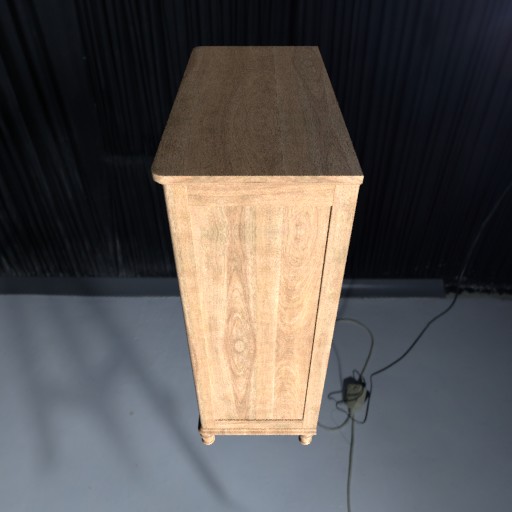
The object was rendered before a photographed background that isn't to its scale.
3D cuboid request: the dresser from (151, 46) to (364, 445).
[{"bbox_3d":[0.000,0.000,1.790,0.484,1.318,0.973,0,41,0],"label":"dresser"}]
